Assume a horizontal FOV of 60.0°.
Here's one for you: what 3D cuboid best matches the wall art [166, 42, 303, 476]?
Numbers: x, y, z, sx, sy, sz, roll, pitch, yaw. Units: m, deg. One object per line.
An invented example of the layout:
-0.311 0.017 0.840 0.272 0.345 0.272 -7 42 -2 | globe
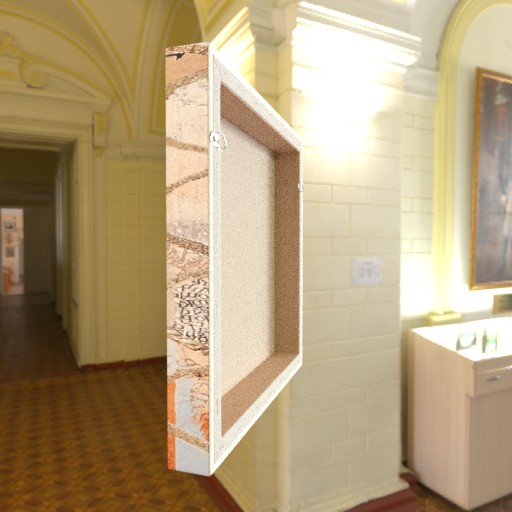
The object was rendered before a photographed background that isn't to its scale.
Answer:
0.000 0.000 0.455 0.036 0.304 0.303 1 2 18 | wall art
